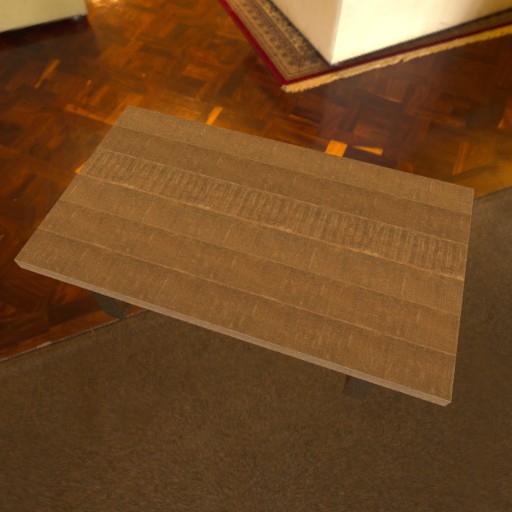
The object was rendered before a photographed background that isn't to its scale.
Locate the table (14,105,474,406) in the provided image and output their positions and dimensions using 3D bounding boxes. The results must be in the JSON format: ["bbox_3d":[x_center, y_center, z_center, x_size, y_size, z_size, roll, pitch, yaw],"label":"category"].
[{"bbox_3d":[0.000,0.000,1.715,1.400,0.440,0.800,16,60,10],"label":"table"}]
